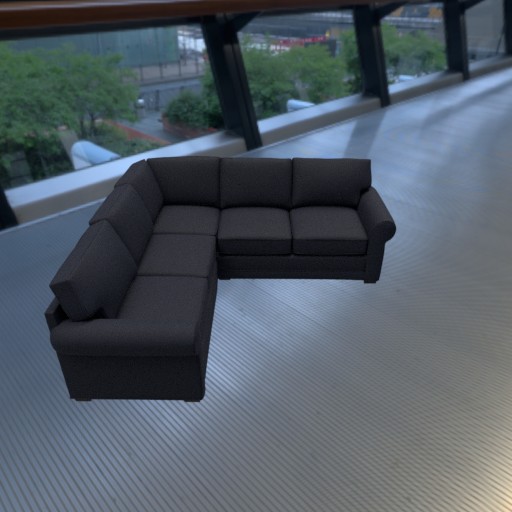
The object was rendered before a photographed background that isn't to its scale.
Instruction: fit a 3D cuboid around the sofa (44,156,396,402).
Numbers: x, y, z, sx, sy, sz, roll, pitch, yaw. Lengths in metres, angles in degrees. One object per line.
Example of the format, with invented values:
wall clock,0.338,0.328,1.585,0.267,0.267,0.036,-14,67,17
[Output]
sofa,0.000,0.000,3.803,2.562,1.042,2.487,0,31,0
